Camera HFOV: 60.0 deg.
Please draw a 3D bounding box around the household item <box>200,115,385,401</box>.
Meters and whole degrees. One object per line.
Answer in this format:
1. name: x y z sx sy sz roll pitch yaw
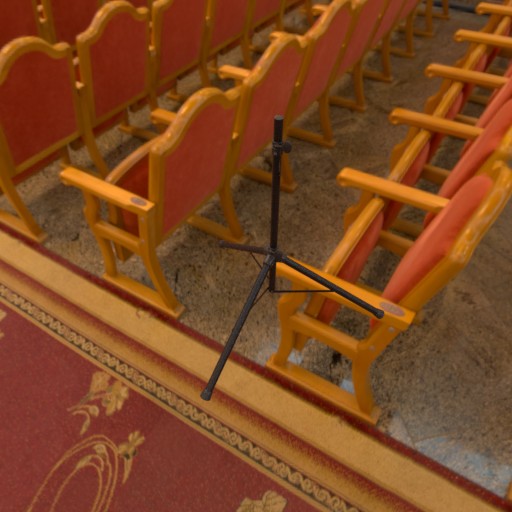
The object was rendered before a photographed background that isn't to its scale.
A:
1. household item: 0.000 0.000 1.872 1.045 1.136 0.907 25 52 22
